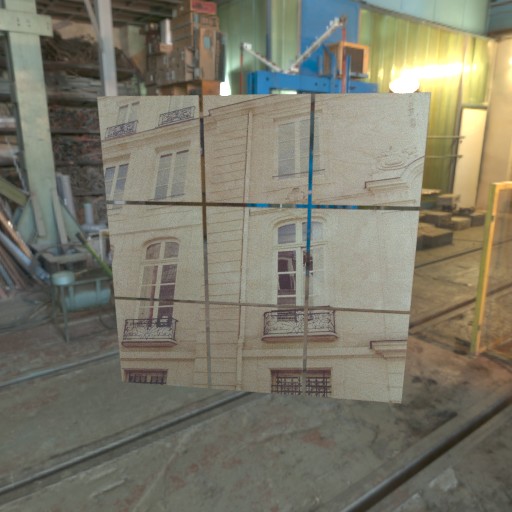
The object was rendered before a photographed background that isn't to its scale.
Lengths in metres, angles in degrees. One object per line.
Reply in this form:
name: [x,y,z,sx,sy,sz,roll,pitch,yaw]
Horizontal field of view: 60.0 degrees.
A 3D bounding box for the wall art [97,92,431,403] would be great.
wall art: [0.000,0.000,2.218,1.526,1.522,0.023,2,15,8]
